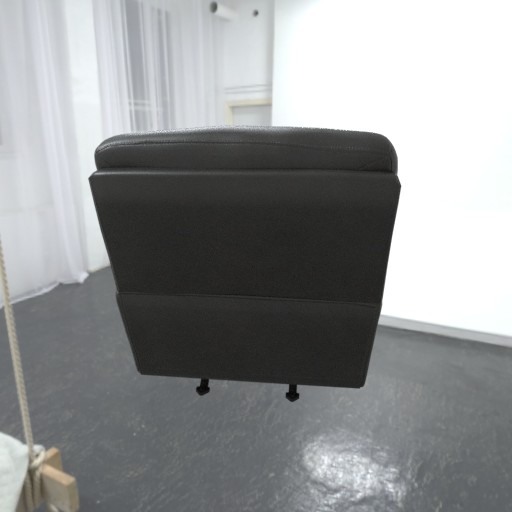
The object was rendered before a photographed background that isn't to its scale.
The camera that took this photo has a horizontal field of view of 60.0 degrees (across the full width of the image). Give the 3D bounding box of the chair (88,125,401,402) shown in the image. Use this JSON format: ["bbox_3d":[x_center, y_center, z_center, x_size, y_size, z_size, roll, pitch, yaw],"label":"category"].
[{"bbox_3d":[0.000,0.000,2.002,1.096,1.109,1.087,2,15,7],"label":"chair"}]
